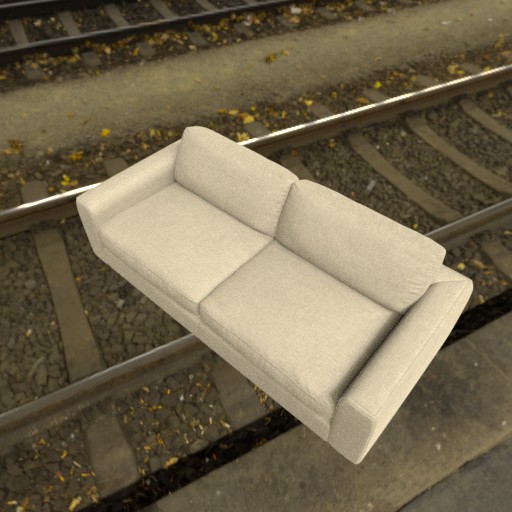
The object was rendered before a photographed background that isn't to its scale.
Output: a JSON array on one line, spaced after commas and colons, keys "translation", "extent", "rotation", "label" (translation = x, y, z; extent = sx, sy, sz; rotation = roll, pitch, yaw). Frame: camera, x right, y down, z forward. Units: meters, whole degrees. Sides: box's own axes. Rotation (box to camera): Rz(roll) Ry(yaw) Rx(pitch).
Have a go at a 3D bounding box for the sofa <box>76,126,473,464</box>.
[{"translation": [0.000, 0.000, 2.732], "extent": [2.262, 0.801, 1.070], "rotation": [33, 55, 27], "label": "sofa"}]
